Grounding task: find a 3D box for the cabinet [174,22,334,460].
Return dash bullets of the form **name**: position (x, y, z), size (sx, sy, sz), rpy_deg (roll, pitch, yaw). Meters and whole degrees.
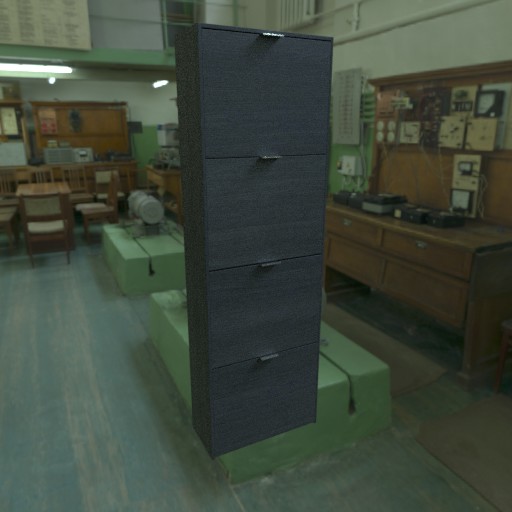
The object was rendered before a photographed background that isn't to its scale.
- **cabinet**: position (0.000, 0.000, 1.804), size (0.520, 1.630, 0.255), rpy_deg (-8, 18, -26)
